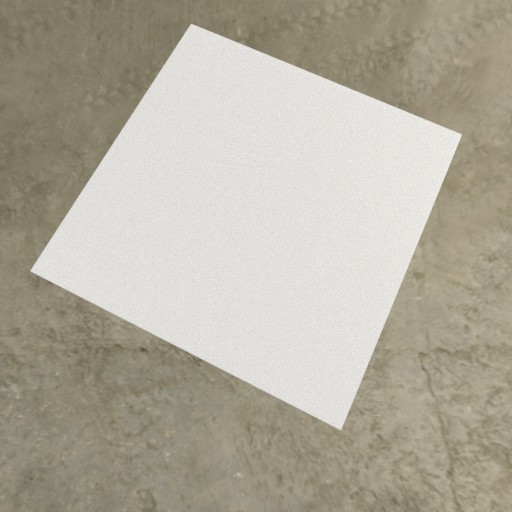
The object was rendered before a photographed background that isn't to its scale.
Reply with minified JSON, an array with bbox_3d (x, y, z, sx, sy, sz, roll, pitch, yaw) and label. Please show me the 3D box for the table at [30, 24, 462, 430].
[{"bbox_3d":[0.000,0.000,0.755,0.381,0.483,0.381,25,76,7],"label":"table"}]
